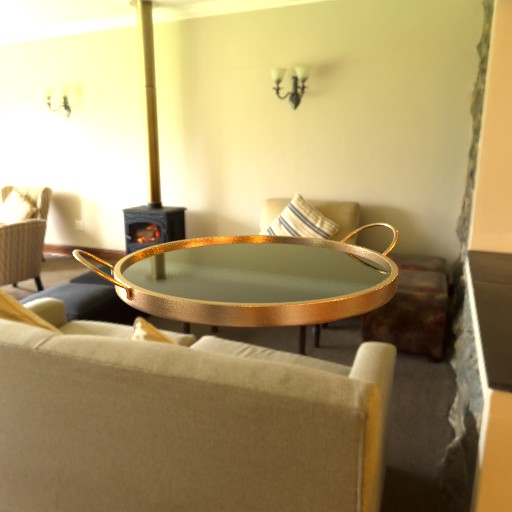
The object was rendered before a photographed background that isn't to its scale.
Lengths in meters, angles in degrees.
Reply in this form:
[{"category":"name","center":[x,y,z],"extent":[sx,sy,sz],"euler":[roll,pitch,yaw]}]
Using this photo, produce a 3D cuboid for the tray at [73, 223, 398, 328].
[{"category":"tray","center":[0.000,0.000,0.713],"extent":[0.543,0.069,0.438],"euler":[-6,15,-25]}]
